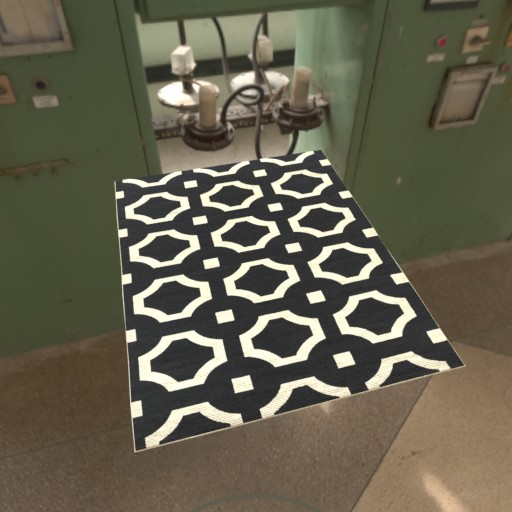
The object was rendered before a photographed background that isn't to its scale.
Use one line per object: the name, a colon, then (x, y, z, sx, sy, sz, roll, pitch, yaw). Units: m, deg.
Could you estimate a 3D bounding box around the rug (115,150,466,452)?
rug: (0.000, 0.000, 4.145, 2.466, 0.021, 3.049, -11, 47, -10)
